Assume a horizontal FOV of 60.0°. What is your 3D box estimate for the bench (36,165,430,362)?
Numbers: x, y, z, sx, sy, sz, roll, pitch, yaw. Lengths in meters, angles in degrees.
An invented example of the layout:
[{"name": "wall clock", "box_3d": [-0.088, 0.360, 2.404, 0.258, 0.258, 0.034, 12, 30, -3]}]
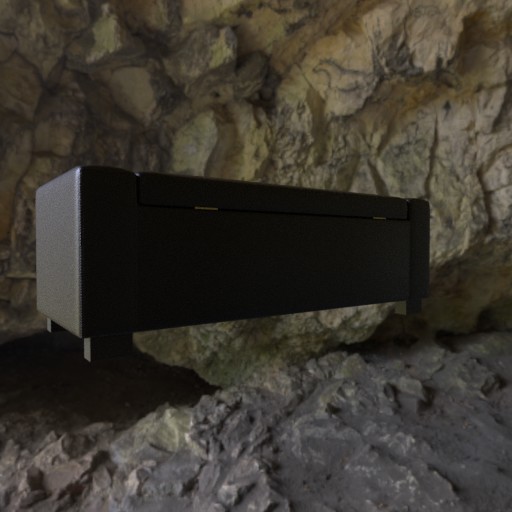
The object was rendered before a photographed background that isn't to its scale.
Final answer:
[{"name": "bench", "box_3d": [0.000, 0.000, 1.524, 1.296, 0.445, 0.508, -1, 2, -36]}]
